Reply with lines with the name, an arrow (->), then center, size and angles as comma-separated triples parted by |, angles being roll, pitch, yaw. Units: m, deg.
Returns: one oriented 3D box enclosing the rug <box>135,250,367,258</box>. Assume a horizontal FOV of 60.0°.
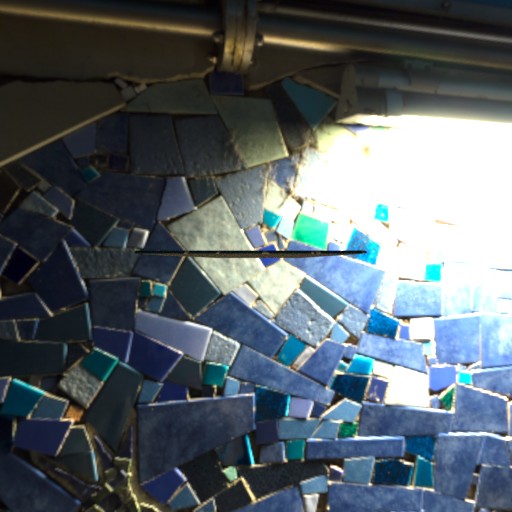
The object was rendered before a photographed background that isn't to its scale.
rug -> 0.000, 0.000, 2.640 | 0.750, 0.011, 2.435 | 0, -1, 1
